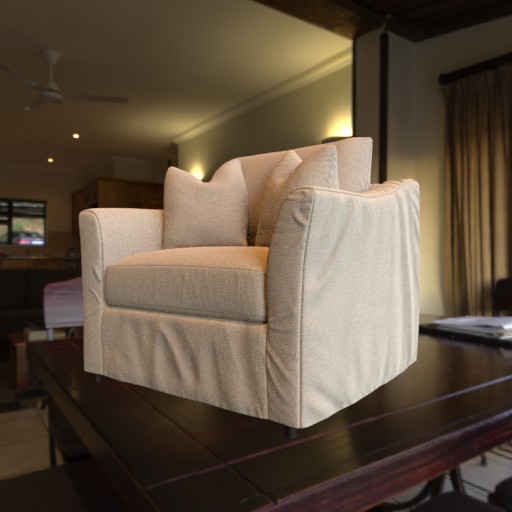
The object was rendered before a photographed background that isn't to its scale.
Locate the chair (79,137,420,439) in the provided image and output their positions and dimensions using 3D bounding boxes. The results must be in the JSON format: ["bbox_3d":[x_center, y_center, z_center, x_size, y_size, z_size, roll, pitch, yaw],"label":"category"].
[{"bbox_3d":[0.000,0.000,2.026,1.194,1.093,1.071,0,0,36],"label":"chair"}]
